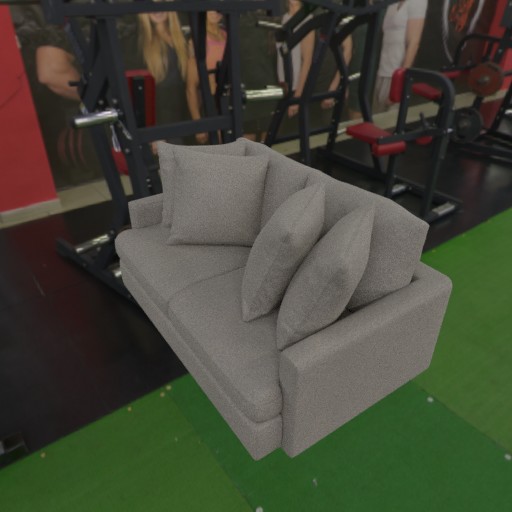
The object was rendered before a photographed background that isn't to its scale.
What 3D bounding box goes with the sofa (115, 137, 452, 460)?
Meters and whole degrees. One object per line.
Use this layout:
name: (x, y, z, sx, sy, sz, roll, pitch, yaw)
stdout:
sofa: (0.000, 0.000, 2.682, 1.228, 1.080, 1.869, -20, 38, -29)
